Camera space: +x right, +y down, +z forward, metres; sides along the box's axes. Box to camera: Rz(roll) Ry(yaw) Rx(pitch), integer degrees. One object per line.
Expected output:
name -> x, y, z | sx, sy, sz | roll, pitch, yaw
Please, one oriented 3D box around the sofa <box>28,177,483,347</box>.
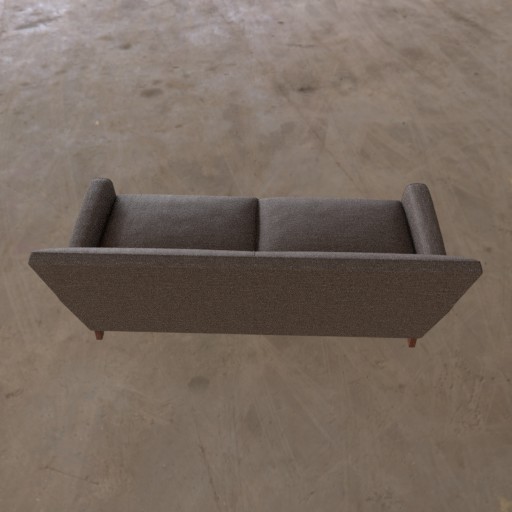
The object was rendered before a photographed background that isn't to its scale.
sofa -> 0.000, 0.000, 2.437 | 1.976, 0.846, 0.875 | 1, 48, 1
